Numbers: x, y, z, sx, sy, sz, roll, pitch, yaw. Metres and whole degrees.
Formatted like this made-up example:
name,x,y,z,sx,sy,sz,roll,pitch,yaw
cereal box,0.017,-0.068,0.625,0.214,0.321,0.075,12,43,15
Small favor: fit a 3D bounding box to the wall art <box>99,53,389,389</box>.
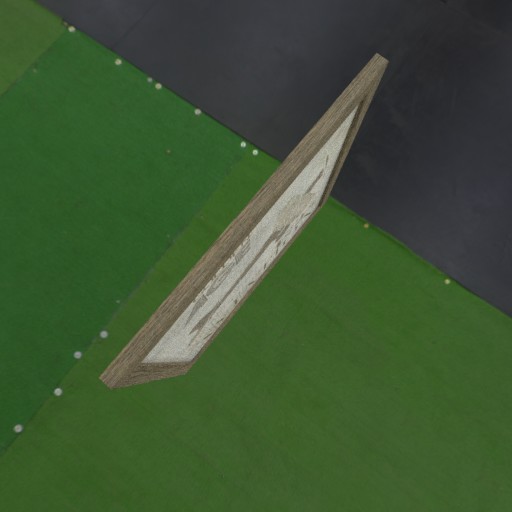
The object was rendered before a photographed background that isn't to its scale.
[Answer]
name,x,y,z,sx,sy,sz,roll,pitch,yaw
wall art,0.000,0.000,0.760,0.019,0.508,0.508,38,80,8
